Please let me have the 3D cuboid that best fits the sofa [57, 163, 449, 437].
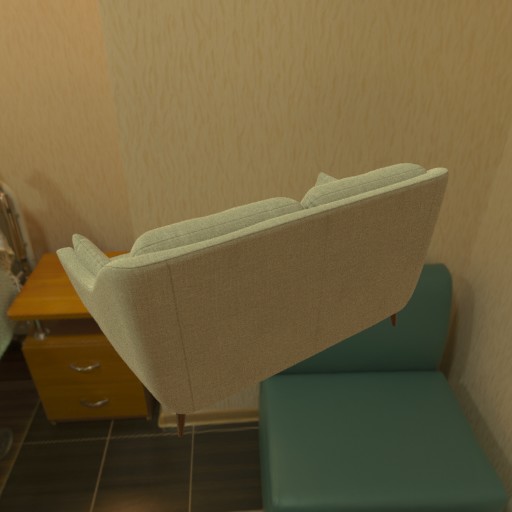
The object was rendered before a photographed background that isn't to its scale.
[{"bbox_3d":[0.000,0.000,2.175,1.652,0.888,0.965,-19,35,-28],"label":"sofa"}]
